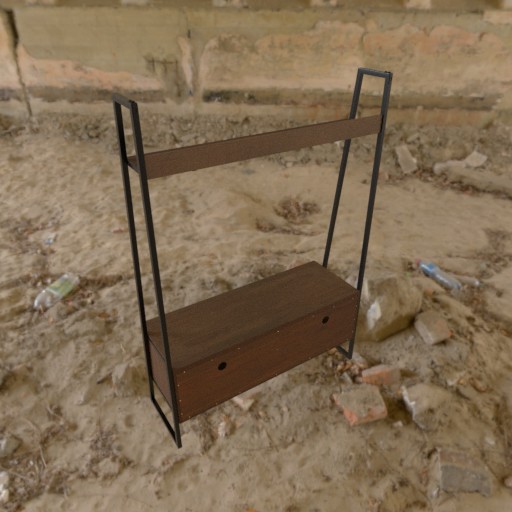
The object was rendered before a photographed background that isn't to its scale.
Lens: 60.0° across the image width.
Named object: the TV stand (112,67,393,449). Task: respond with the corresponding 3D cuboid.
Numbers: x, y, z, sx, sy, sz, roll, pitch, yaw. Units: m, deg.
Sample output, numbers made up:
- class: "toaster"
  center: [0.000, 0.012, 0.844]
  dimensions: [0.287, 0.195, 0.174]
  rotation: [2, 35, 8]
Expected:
- class: "TV stand"
  center: [0.000, 0.000, 2.349]
  dimensions: [1.250, 1.772, 0.432]
  rotation: [-18, 35, -28]
